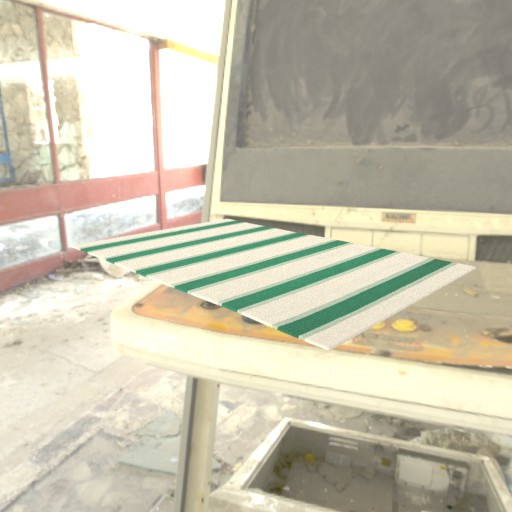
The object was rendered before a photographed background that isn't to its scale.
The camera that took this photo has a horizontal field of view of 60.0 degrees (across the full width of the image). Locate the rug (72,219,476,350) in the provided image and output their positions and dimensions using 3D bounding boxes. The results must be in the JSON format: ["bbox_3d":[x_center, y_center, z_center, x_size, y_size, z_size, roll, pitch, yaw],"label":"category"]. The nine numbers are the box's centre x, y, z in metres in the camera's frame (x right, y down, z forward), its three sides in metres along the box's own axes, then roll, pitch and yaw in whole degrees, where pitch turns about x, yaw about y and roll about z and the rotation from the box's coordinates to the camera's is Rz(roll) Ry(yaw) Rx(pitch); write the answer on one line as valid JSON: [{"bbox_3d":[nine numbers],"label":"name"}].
[{"bbox_3d":[0.000,0.000,2.370,1.829,0.012,1.210,15,21,43],"label":"rug"}]
